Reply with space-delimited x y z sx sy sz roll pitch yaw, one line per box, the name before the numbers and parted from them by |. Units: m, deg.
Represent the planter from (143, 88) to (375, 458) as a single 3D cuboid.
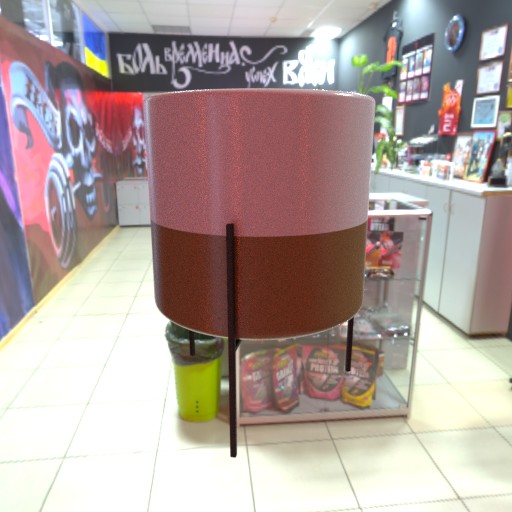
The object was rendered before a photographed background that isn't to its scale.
planter | 0.000 0.000 0.645 0.310 0.432 0.310 8 17 26
